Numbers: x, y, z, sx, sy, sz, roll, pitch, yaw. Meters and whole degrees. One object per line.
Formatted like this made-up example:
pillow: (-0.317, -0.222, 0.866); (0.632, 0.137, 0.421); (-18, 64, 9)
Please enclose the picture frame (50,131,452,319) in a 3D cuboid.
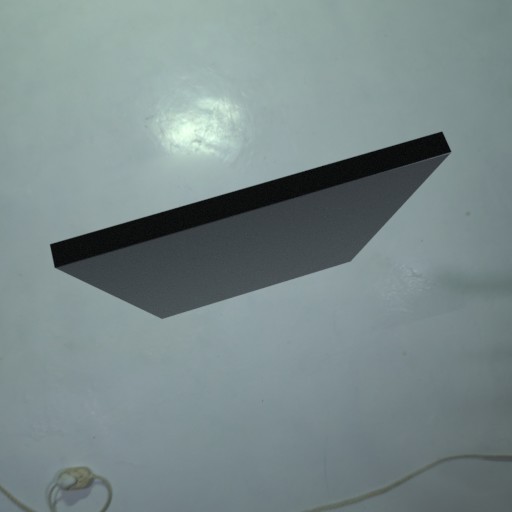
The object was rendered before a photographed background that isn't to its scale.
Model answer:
picture frame: (0.000, 0.000, 0.765); (0.460, 0.556, 0.028); (-17, 77, -4)
